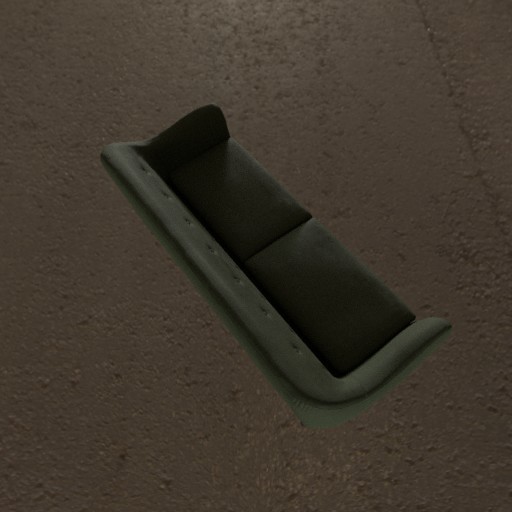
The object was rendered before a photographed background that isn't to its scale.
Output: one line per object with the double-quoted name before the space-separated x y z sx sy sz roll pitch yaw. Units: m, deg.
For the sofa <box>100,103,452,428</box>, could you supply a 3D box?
"sofa" 0.000 0.000 2.321 0.820 0.836 1.840 -33 65 -18
